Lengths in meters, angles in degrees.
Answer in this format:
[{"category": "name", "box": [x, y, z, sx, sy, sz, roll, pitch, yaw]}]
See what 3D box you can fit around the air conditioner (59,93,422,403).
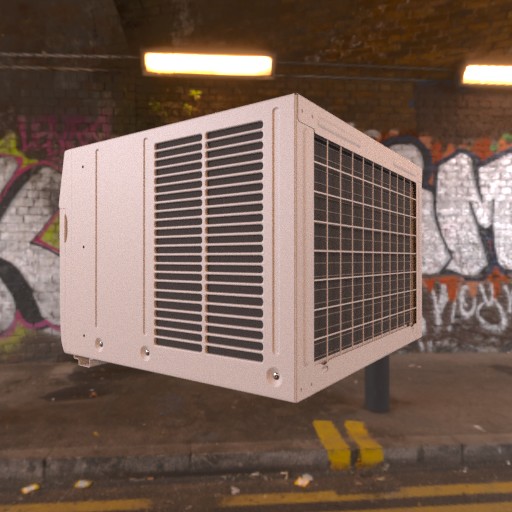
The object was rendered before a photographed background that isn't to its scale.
[{"category": "air conditioner", "box": [0.000, 0.000, 1.052, 0.599, 0.455, 0.645, 0, 0, 35]}]
